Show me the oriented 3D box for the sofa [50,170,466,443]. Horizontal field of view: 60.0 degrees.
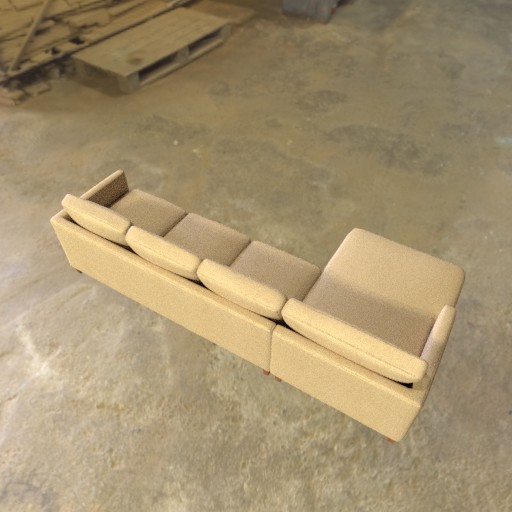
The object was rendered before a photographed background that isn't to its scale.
[{"bbox_3d":[0.000,0.000,3.754,3.201,0.876,1.502,24,51,21],"label":"sofa"}]
